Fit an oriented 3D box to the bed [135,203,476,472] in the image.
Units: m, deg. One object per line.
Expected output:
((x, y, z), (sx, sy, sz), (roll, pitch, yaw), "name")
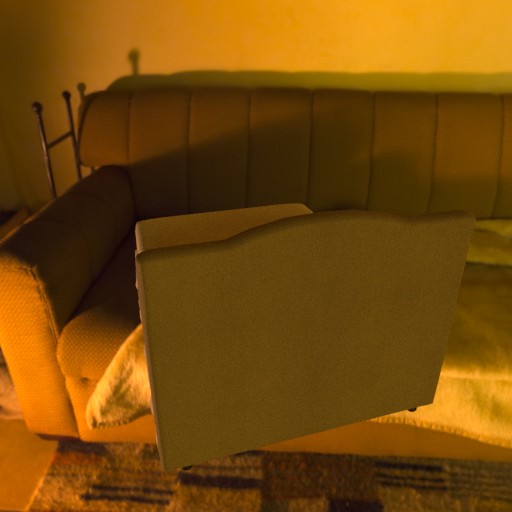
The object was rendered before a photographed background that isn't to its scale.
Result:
((0.000, 0.000, 3.198), (1.744, 1.441, 2.128), (-8, 29, -15), "bed")
